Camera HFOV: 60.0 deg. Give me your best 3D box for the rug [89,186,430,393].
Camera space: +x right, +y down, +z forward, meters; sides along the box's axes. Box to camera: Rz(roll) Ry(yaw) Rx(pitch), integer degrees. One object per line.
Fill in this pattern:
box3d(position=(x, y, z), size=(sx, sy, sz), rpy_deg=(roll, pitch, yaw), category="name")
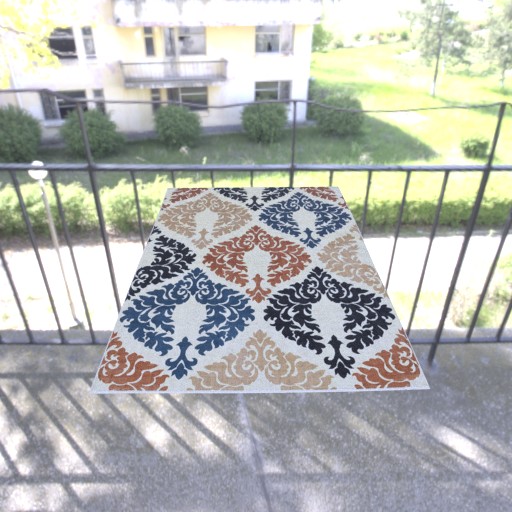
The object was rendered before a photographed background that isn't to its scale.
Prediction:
box3d(position=(0.000, 0.000, 2.918), size=(1.514, 0.014, 2.275), rpy_deg=(-1, 32, -1), category="rug")
